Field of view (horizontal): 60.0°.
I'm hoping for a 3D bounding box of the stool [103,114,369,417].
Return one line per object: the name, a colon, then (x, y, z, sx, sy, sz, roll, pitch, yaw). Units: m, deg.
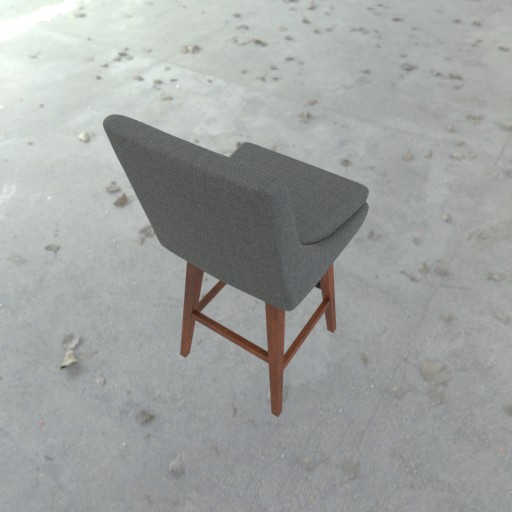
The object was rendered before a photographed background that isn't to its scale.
stool: (0.000, 0.000, 1.269, 0.447, 0.977, 0.524, 26, 52, 23)
